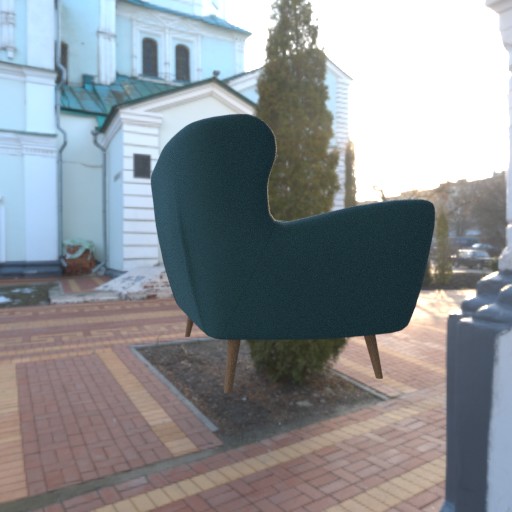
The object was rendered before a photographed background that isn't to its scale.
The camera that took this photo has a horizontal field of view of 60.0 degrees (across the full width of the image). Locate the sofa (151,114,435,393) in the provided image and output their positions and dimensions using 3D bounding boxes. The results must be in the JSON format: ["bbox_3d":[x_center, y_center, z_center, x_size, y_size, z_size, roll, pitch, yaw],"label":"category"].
[{"bbox_3d":[0.000,0.000,2.004,0.889,0.889,1.397,0,1,-17],"label":"sofa"}]
